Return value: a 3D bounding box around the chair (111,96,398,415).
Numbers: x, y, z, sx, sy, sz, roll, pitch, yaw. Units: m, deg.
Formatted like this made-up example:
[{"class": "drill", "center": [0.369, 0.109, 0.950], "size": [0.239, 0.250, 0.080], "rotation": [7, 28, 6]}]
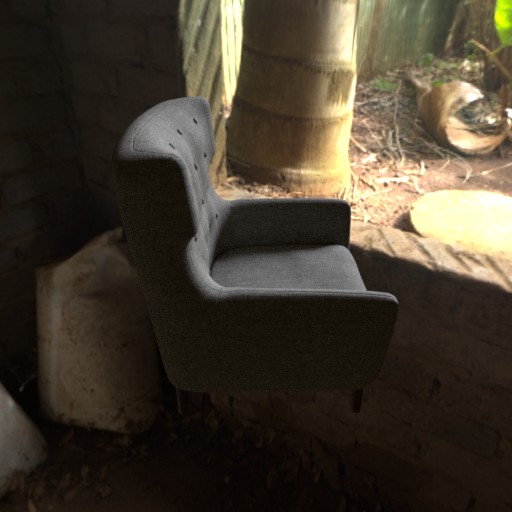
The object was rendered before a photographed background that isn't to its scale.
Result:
[{"class": "chair", "center": [0.000, 0.000, 1.747], "size": [0.904, 1.063, 0.878], "rotation": [0, 30, -1]}]
